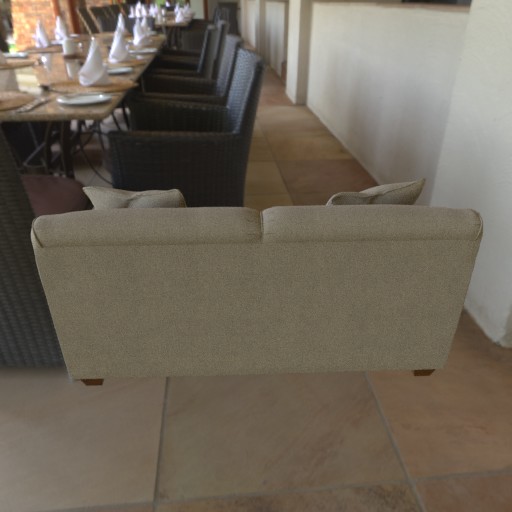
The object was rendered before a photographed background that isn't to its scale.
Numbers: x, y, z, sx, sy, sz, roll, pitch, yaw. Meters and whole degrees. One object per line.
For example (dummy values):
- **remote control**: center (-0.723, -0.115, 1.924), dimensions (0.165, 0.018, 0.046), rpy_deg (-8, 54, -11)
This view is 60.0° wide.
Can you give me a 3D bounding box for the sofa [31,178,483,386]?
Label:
- **sofa**: center (0.000, 0.000, 2.378), dimensions (1.846, 0.958, 0.998), rpy_deg (-1, 30, -2)
